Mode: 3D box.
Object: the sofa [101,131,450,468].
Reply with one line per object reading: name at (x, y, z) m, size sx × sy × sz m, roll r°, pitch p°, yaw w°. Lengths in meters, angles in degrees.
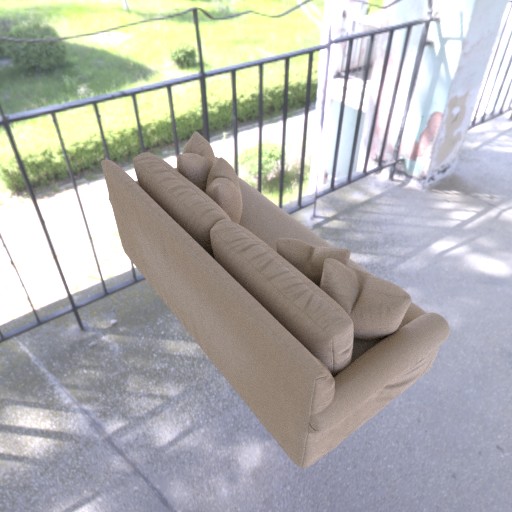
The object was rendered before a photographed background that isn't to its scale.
sofa at (0.000, 0.000, 2.817) m, size 1.067 × 0.904 × 2.285 m, roll -26°, pitch 47°, yaw -27°
